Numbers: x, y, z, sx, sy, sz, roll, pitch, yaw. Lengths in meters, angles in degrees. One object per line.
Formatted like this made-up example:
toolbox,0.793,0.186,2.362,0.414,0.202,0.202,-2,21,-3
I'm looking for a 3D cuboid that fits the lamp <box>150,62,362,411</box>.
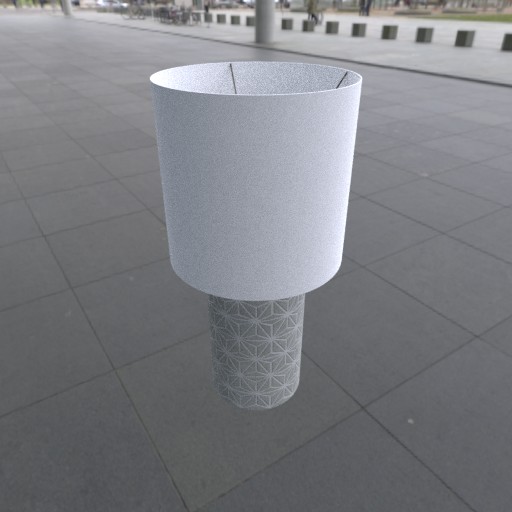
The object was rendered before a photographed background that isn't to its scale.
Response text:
lamp,0.000,0.000,0.544,0.206,0.416,0.206,-10,32,-16
